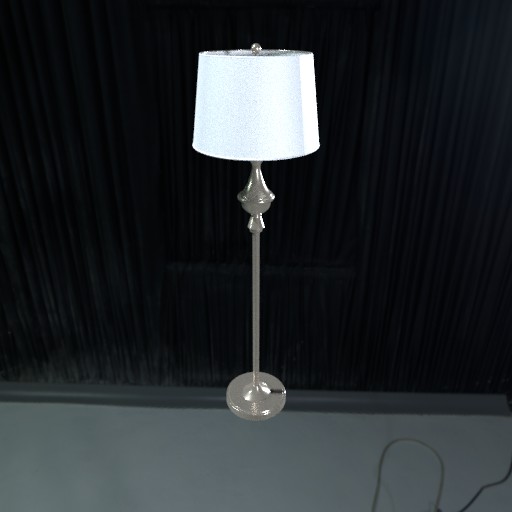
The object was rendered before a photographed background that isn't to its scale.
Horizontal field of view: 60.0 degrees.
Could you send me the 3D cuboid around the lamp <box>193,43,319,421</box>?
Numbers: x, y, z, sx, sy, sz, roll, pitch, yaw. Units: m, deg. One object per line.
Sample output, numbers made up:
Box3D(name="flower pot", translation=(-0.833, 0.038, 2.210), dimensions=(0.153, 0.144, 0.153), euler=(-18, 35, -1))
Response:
Box3D(name="lamp", translation=(0.000, 0.000, 1.719), dimensions=(0.431, 1.488, 0.431), euler=(0, 28, 0))
